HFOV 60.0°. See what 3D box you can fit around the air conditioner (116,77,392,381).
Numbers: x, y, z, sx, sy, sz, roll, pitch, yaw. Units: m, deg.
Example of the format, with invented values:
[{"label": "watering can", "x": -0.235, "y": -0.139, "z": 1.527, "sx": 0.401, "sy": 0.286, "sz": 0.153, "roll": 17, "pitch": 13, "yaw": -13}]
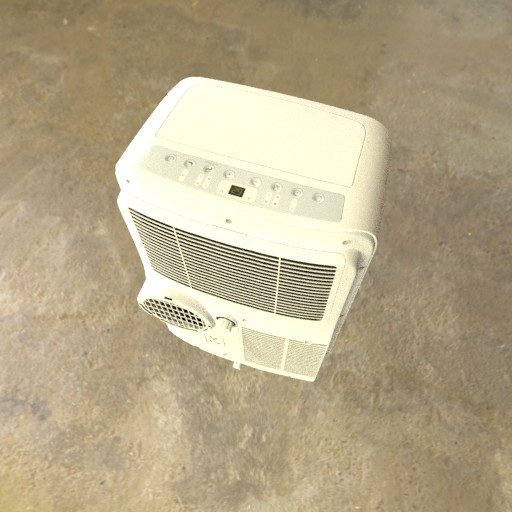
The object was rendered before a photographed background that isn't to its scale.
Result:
[{"label": "air conditioner", "x": 0.000, "y": 0.000, "z": 0.973, "sx": 0.454, "sy": 0.700, "sz": 0.365, "roll": 16, "pitch": 63, "yaw": 8}]
